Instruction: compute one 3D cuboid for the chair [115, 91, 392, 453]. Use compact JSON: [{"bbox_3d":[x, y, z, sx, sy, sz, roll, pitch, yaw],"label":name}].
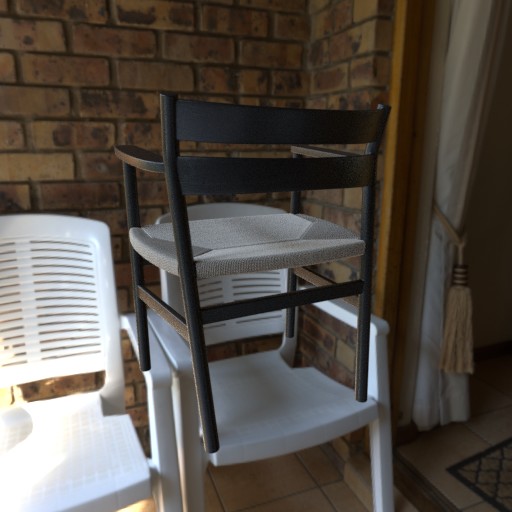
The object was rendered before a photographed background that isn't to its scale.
[{"bbox_3d":[0.000,0.000,1.185,0.630,0.775,0.508,-7,16,-27],"label":"chair"}]
